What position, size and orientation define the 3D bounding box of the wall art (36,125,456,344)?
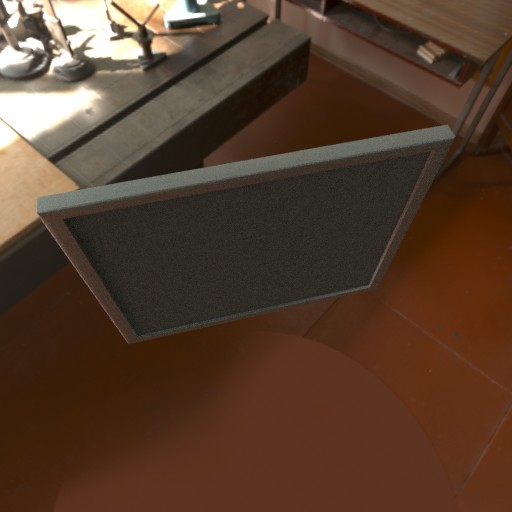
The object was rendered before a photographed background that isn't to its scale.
[{"bbox_3d":[0.000,0.000,0.774,0.556,0.457,0.028,-12,59,-7],"label":"wall art"}]
